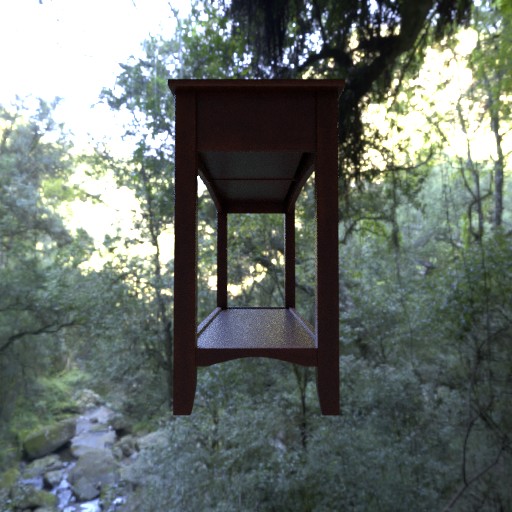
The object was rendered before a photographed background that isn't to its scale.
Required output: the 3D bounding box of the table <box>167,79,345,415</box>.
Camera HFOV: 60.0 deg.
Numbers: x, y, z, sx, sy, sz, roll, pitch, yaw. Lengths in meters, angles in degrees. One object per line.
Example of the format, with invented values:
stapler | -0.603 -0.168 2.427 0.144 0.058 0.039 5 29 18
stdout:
table | 0.000 0.000 1.551 0.392 0.739 1.188 0 -2 0
